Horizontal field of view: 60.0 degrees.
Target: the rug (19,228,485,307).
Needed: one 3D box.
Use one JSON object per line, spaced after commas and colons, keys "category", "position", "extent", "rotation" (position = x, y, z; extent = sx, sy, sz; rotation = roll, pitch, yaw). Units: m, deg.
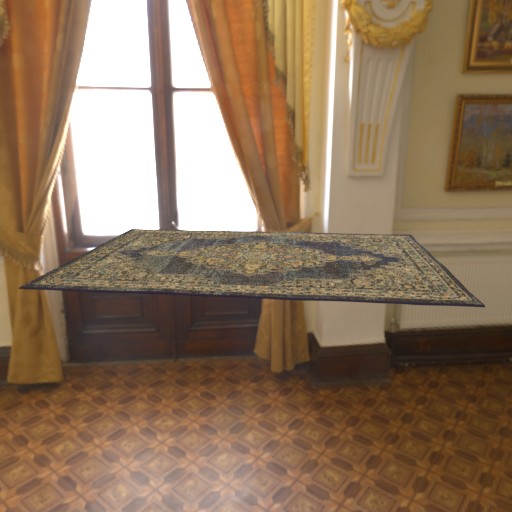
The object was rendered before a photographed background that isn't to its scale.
{"category": "rug", "position": [0.000, 0.000, 2.237], "extent": [1.781, 0.012, 1.184], "rotation": [2, 15, 6]}
